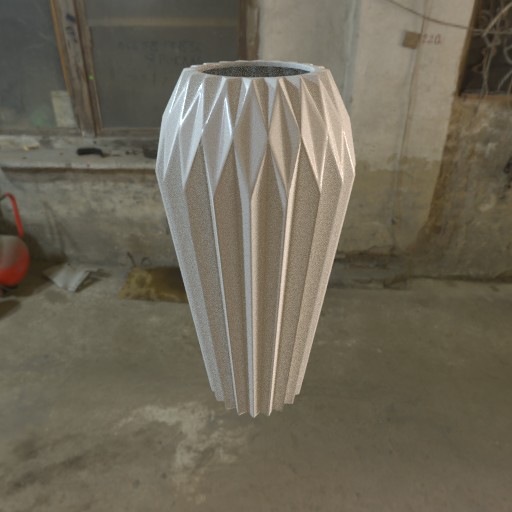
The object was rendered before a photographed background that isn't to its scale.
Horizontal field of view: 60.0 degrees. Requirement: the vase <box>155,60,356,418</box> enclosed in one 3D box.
[{"bbox_3d":[0.000,0.000,0.335,0.133,0.263,0.133,0,30,0],"label":"vase"}]
